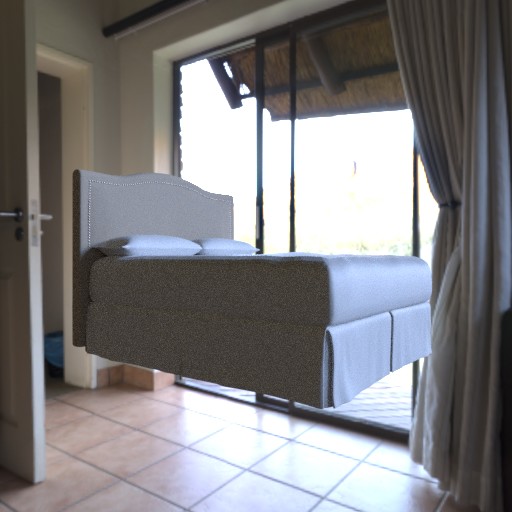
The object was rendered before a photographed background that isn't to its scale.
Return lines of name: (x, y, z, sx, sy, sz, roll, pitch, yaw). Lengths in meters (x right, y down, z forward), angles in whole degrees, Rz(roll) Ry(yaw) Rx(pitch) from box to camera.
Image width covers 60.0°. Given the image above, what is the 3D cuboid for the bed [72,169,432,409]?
bed: (0.000, 0.000, 3.193, 2.052, 1.398, 1.678, 0, 0, 38)
